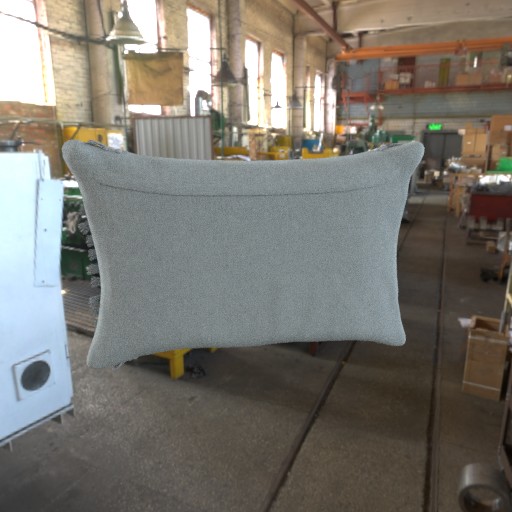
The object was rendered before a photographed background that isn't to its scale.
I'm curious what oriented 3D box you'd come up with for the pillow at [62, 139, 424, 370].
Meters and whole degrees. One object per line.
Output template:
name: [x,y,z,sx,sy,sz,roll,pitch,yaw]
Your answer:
pillow: [0.000,0.000,0.599,0.466,0.305,0.084,-3,14,-10]
